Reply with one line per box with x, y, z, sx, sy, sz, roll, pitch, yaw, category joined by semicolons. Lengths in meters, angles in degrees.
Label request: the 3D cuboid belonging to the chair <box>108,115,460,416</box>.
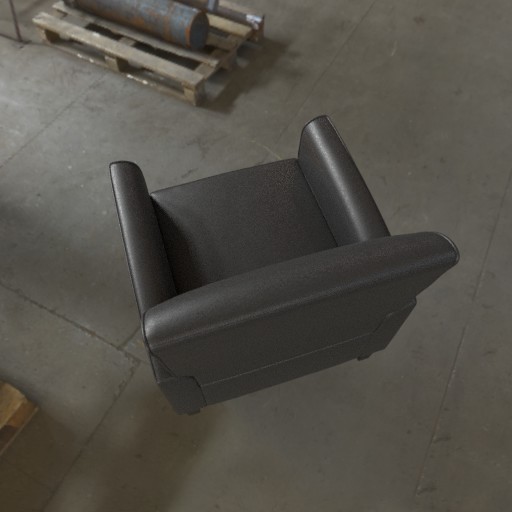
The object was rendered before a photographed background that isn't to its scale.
0.000;0.000;1.530;0.820;0.916;0.819;-15;59;-9;chair
